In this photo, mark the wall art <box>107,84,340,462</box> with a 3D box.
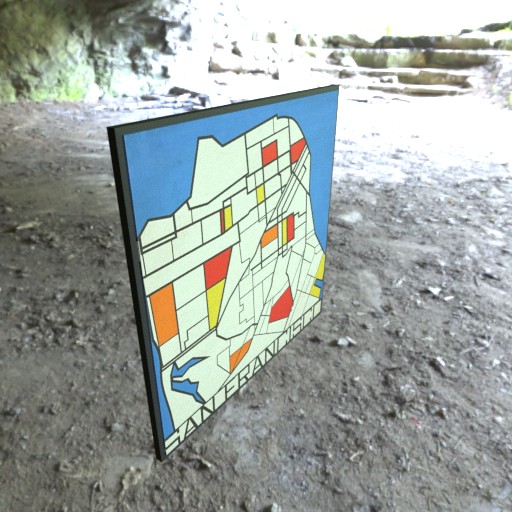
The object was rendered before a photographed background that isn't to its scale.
[{"bbox_3d":[0.000,0.000,0.682,0.013,0.457,0.458,18,32,32],"label":"wall art"}]
